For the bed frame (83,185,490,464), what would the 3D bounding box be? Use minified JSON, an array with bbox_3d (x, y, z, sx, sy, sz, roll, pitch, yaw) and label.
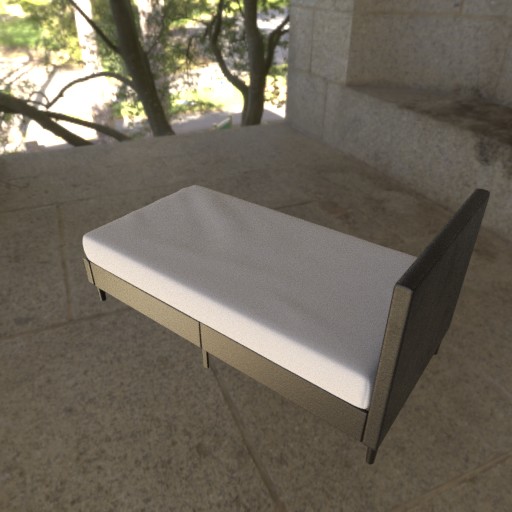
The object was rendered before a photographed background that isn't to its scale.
[{"bbox_3d":[0.000,0.000,2.487,2.152,1.046,1.038,22,38,31],"label":"bed frame"}]
